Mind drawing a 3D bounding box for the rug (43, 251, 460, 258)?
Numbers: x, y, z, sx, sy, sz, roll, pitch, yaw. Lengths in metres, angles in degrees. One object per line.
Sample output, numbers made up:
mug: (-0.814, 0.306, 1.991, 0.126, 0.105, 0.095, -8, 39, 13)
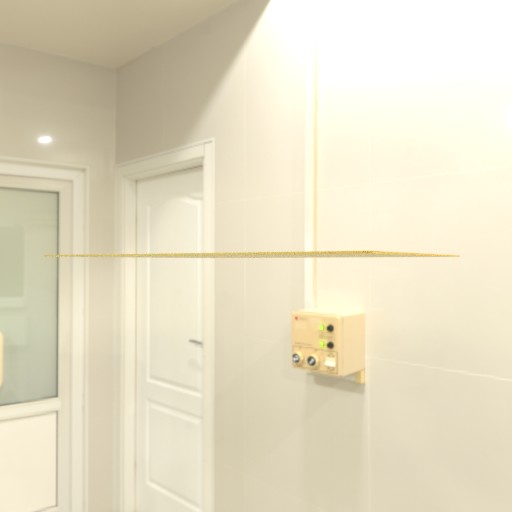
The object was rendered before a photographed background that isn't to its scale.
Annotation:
rug: (0.000, 0.000, 4.346, 3.242, 0.015, 2.486, 0, -1, 35)
